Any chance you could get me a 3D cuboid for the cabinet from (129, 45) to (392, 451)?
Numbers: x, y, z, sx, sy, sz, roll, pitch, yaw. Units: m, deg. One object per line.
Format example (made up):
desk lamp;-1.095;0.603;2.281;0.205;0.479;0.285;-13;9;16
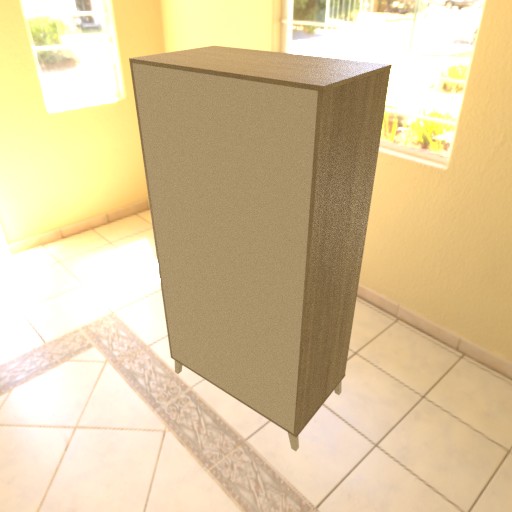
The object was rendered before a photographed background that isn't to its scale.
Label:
cabinet;0.000;0.000;2.458;1.006;1.999;0.571;22;38;31
